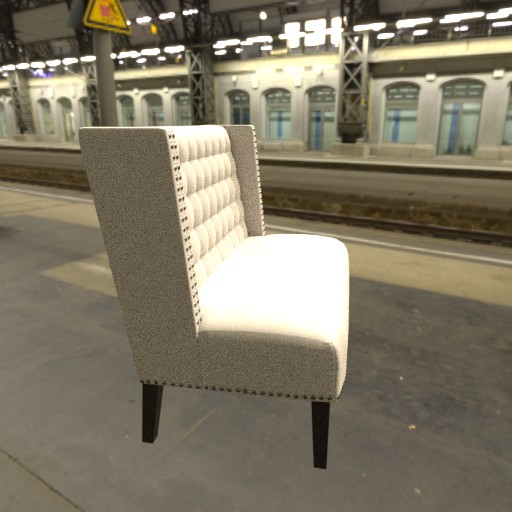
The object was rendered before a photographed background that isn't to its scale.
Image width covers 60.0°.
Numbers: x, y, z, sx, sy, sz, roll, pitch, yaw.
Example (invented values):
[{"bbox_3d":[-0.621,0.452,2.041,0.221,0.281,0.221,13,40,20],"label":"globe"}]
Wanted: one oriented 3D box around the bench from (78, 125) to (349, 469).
[{"bbox_3d":[0.000,0.000,1.995,0.847,1.123,1.280,3,17,11],"label":"bench"}]
